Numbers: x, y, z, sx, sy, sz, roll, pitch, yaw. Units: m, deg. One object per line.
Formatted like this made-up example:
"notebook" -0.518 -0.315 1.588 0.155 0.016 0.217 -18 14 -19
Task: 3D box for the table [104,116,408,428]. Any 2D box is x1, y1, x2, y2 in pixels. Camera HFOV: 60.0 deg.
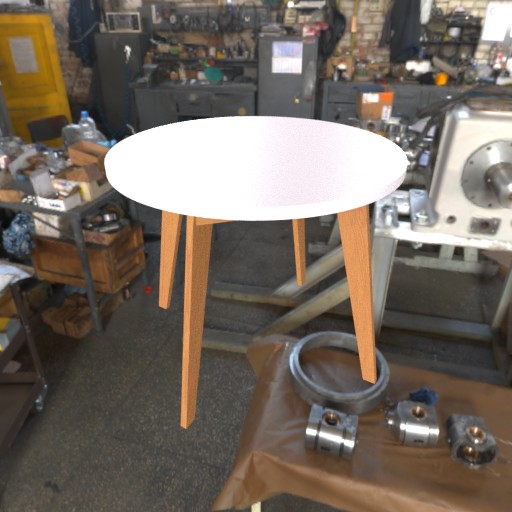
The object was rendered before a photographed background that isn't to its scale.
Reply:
"table" 0.000 0.000 1.555 0.896 0.762 0.896 0 30 0
